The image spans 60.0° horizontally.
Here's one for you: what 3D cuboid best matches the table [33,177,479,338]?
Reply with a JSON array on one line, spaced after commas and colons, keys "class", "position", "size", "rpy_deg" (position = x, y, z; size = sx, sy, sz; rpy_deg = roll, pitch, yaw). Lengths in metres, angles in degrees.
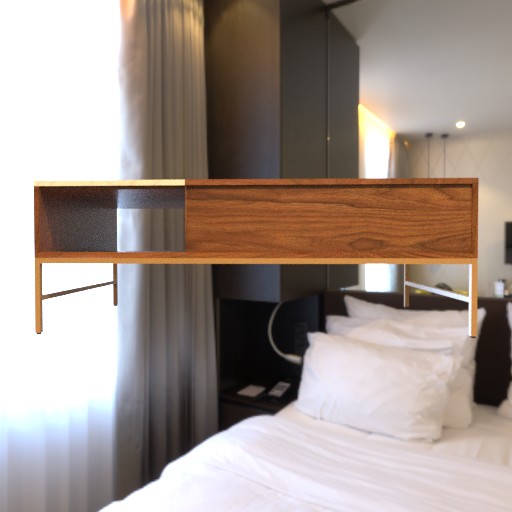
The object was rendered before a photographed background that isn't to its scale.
[{"class": "table", "position": [0.000, 0.000, 1.945], "size": [1.553, 0.551, 0.789], "rpy_deg": [0, 1, 2]}]
